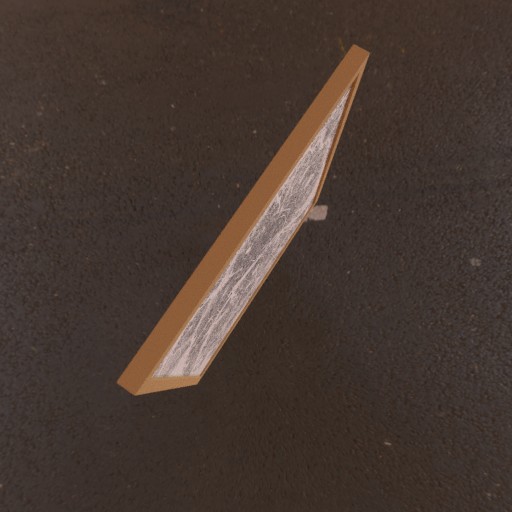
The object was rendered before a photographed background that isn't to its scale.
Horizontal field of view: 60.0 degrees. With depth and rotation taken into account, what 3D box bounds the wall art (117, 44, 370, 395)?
[{"bbox_3d":[0.000,0.000,1.152,0.037,0.761,0.761,32,77,8],"label":"wall art"}]
